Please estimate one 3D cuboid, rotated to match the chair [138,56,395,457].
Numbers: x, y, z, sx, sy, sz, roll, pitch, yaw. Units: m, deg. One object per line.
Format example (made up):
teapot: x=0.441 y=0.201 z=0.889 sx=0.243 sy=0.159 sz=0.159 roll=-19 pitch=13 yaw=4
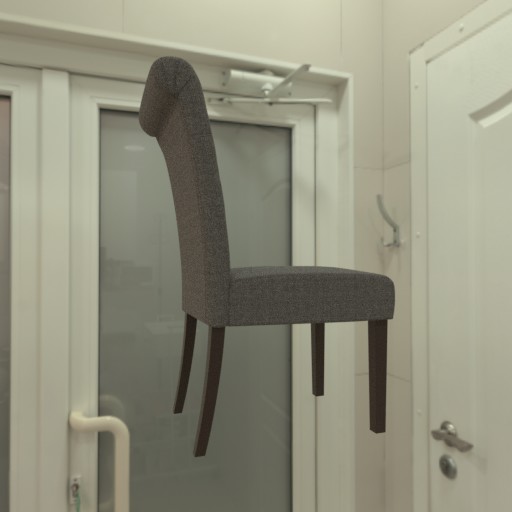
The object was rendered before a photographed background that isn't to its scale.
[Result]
chair: x=0.000 y=0.000 z=1.351 sx=0.671 sy=1.006 sz=0.456 roll=0 pitch=-1 yaw=-19
